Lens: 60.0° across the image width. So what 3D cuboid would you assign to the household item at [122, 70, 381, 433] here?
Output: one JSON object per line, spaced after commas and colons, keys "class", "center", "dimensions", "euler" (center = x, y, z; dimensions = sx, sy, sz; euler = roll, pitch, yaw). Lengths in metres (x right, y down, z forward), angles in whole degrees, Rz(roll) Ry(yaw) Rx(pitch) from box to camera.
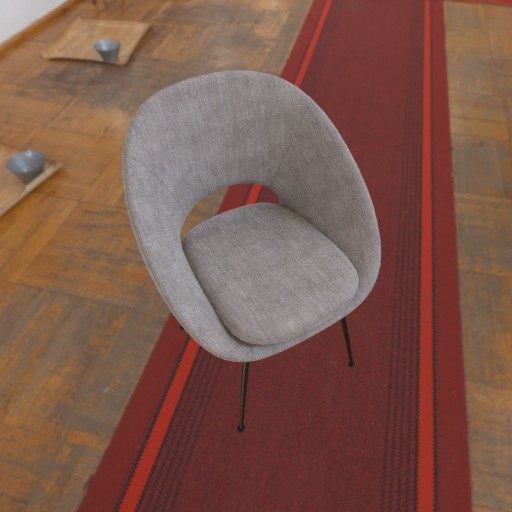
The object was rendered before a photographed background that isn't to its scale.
{"class": "household item", "center": [0.000, 0.000, 1.300], "dimensions": [0.643, 0.869, 0.587], "euler": [-23, 51, -20]}
